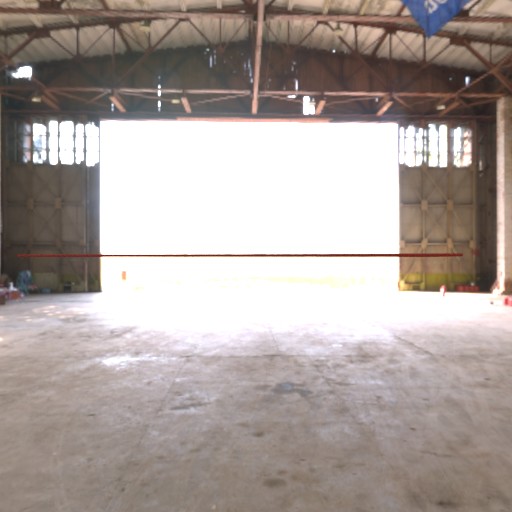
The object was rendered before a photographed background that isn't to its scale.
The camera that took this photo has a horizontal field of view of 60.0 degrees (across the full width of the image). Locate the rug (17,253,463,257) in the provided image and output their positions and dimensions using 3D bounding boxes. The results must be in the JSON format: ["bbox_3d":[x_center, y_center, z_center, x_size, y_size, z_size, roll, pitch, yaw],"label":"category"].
[{"bbox_3d":[0.000,0.000,2.825,2.211,0.013,1.593,0,0,18],"label":"rug"}]
